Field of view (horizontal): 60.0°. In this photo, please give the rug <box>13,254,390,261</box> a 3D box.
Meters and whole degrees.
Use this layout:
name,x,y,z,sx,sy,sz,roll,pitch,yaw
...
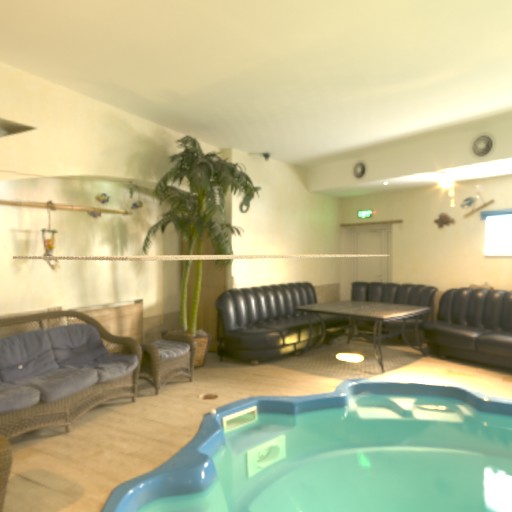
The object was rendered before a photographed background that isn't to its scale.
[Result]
name,x,y,z,sx,sy,sz,roll,pitch,yaw
rug,0.000,0.000,2.740,0.795,0.015,2.544,0,1,36
